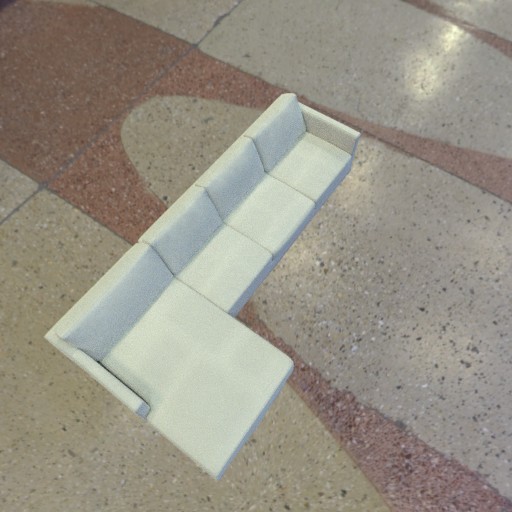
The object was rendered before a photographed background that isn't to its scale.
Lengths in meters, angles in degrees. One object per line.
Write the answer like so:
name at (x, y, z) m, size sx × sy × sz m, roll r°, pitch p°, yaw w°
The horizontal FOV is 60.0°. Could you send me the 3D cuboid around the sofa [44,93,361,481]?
sofa at (0.000, 0.000, 3.892) m, size 1.625 × 0.861 × 3.186 m, roll 32°, pitch 66°, yaw 16°
